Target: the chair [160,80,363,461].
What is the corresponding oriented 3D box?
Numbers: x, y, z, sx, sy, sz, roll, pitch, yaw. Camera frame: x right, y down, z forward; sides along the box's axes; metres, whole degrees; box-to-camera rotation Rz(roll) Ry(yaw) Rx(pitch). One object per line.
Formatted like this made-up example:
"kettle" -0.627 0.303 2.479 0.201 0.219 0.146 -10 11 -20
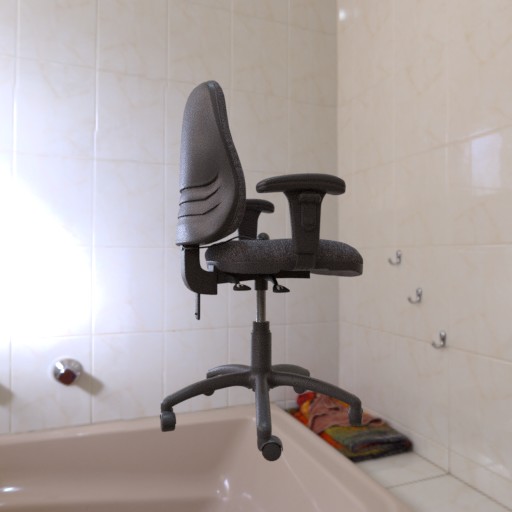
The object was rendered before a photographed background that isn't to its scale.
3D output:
"chair" 0.000 0.000 1.247 0.530 0.910 0.550 0 0 -19
